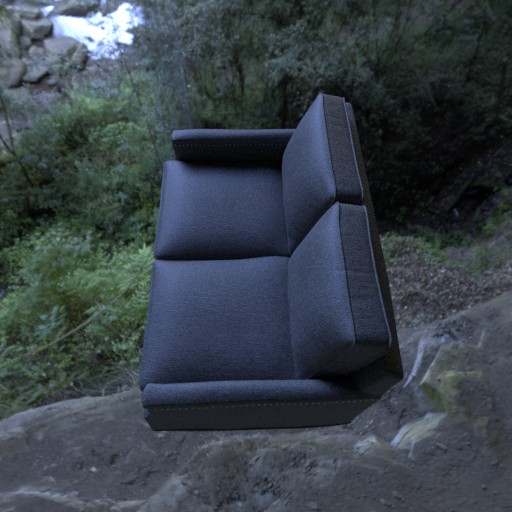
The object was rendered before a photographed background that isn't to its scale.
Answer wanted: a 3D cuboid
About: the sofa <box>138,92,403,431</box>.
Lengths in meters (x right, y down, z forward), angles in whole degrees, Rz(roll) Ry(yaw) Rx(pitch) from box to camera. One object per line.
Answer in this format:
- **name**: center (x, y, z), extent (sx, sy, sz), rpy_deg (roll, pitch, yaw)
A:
- **sofa**: center (0.000, 0.000, 2.305), extent (1.084, 1.003, 1.597), rpy_deg (-1, 59, -1)
